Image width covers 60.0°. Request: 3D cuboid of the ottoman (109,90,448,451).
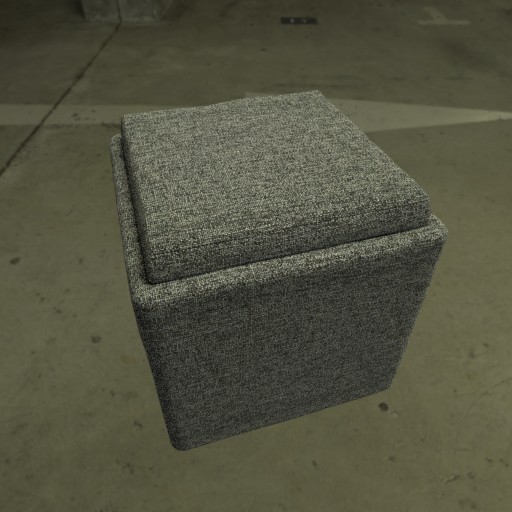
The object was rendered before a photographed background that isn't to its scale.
[{"bbox_3d":[0.000,0.000,0.839,0.450,0.463,0.450,-12,44,-13],"label":"ottoman"}]
